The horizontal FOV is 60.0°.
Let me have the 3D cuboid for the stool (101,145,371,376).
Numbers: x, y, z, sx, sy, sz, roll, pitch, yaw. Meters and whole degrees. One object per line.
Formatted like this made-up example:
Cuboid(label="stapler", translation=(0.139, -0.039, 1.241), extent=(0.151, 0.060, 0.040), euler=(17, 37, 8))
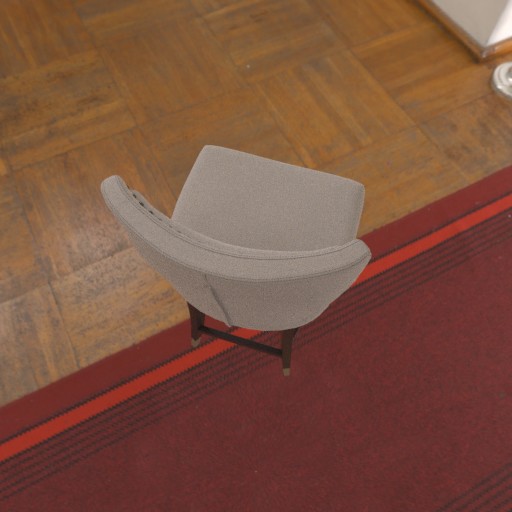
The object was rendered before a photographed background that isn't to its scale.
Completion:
Cuboid(label="stool", translation=(0.000, 0.000, 1.306), extent=(0.527, 0.982, 0.563), euler=(16, 65, 8))
